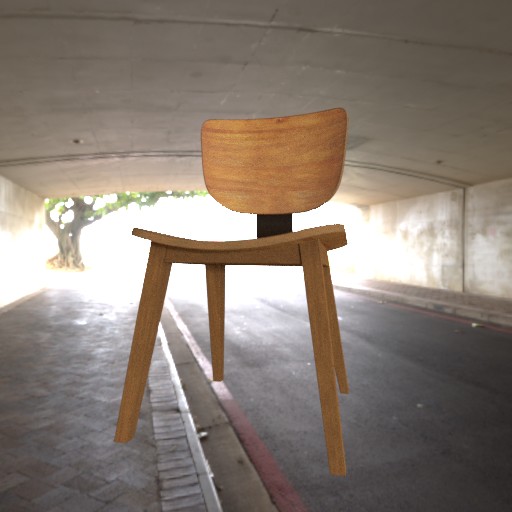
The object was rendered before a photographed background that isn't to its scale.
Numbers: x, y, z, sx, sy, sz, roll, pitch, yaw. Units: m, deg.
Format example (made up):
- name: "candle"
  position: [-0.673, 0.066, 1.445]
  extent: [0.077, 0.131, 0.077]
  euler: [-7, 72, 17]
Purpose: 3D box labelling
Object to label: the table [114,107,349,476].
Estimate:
- name: "table"
  position: [0.000, 0.000, 1.121]
  extent: [0.499, 0.805, 0.500]
  euler: [0, 1, 17]
